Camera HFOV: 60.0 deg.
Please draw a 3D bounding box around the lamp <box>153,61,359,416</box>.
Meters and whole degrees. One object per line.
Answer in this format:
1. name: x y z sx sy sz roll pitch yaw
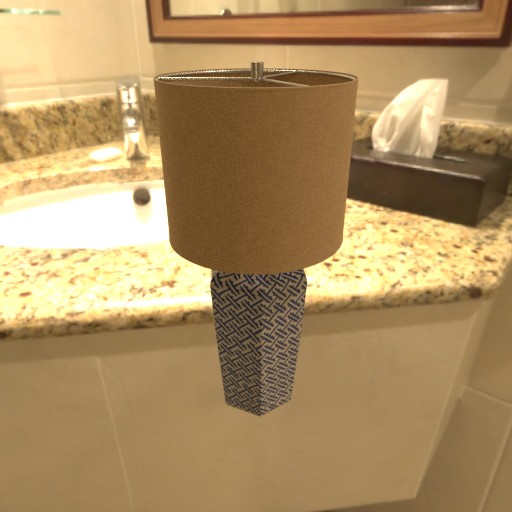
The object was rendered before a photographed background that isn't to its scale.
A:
1. lamp: 0.000 0.000 0.850 0.320 0.682 0.320 0 27 0
